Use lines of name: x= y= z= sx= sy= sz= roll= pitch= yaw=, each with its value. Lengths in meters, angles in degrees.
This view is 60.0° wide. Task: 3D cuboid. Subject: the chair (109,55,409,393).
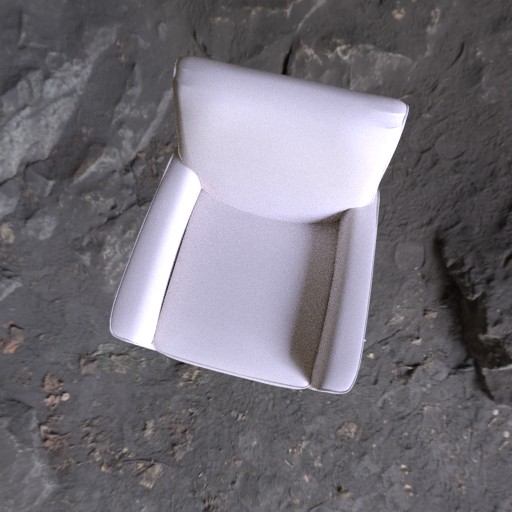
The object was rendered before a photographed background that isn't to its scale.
chair: x=0.000 y=0.000 z=1.614 sx=0.841 sy=1.028 sz=0.858 roll=13 pitch=76 yaw=3
